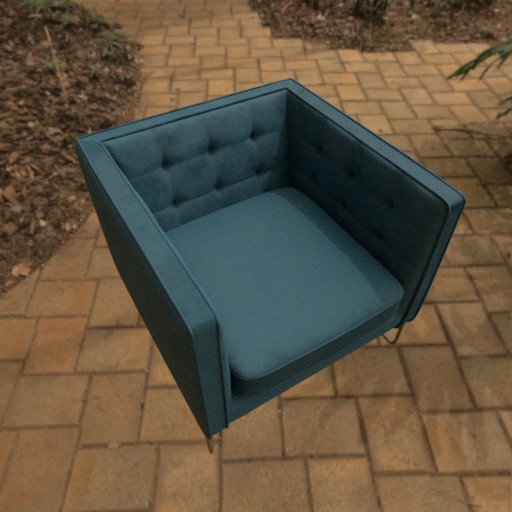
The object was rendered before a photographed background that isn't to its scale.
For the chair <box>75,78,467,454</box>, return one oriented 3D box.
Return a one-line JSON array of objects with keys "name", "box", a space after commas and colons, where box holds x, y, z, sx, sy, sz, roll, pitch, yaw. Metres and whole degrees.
[{"name": "chair", "box": [0.000, 0.000, 1.595, 0.880, 0.790, 0.894, -24, 51, -21]}]
